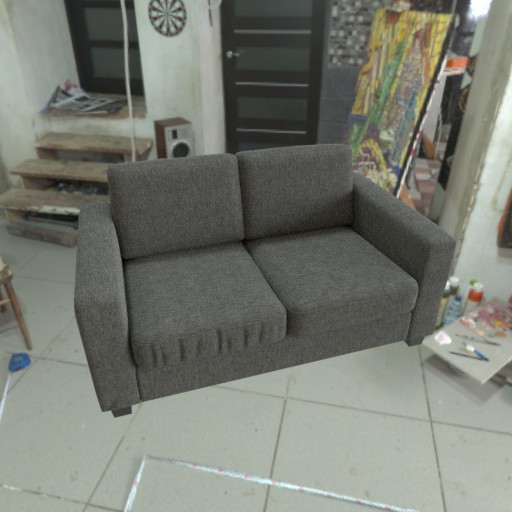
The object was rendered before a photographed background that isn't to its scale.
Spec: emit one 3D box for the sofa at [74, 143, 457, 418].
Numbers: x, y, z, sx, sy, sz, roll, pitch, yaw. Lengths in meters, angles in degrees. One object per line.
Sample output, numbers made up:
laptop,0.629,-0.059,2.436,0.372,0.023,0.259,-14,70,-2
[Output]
sofa,0.000,0.000,2.043,1.520,0.800,0.900,-9,32,-15
